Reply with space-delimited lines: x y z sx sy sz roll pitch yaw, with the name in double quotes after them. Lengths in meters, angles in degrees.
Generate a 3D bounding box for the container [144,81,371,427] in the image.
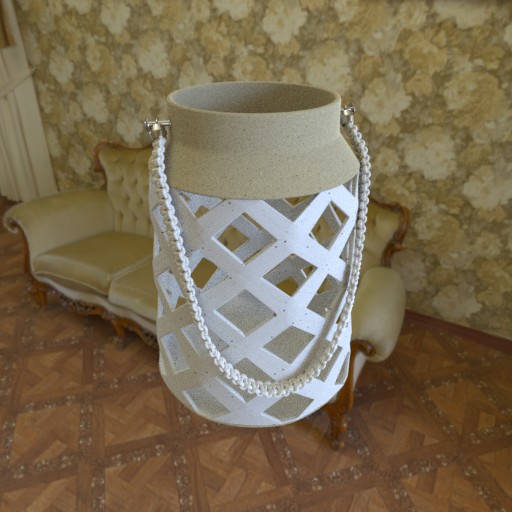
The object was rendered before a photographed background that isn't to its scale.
0.000 0.000 0.332 0.163 0.229 0.172 -9 31 -15 "container"
